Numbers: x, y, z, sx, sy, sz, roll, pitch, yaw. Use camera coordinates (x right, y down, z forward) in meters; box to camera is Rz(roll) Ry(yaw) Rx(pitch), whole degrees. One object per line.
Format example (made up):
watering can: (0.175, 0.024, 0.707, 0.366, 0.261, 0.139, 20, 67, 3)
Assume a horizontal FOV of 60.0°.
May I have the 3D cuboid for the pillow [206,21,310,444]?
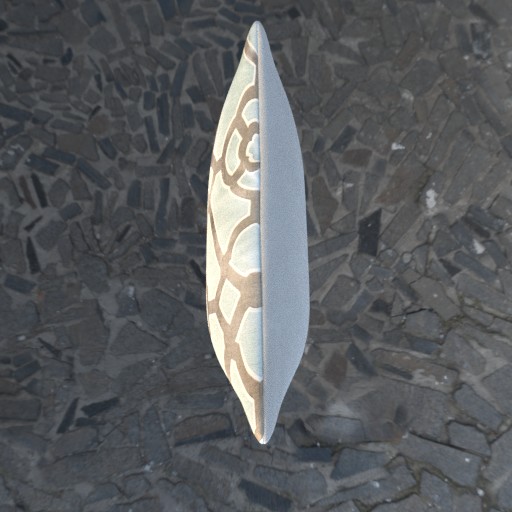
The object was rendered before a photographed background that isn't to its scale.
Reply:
pillow: (0.000, 0.000, 0.790, 0.166, 0.508, 0.552, -1, 75, 0)
